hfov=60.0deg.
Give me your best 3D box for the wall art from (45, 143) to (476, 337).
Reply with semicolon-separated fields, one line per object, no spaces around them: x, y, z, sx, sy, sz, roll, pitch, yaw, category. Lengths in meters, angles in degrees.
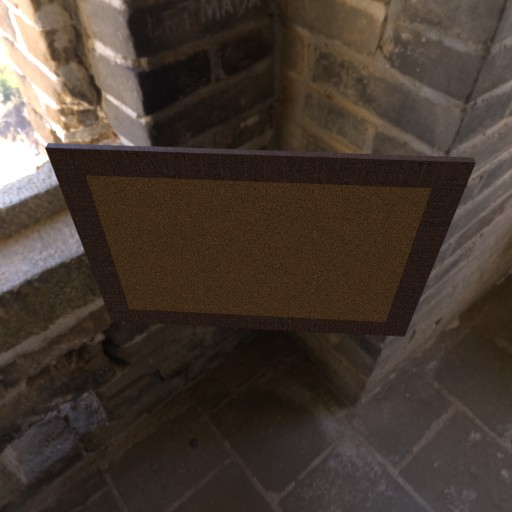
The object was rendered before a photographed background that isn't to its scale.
0.000;0.000;1.169;0.917;0.626;0.019;3;45;3;wall art
